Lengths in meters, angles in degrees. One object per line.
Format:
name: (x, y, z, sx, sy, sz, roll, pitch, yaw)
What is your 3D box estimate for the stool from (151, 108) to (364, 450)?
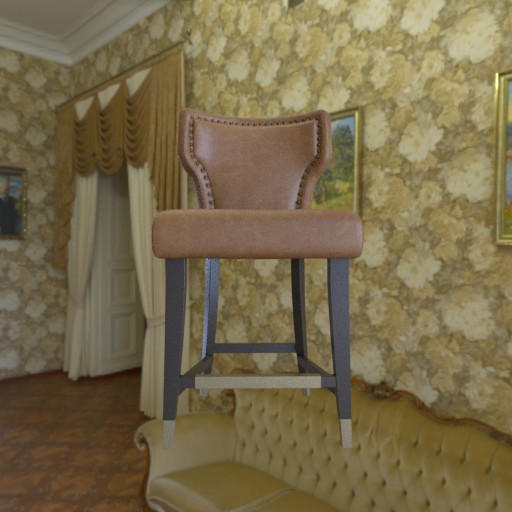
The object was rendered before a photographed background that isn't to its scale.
stool: (0.000, 0.000, 1.339, 0.526, 0.982, 0.563, 0, 1, -1)
